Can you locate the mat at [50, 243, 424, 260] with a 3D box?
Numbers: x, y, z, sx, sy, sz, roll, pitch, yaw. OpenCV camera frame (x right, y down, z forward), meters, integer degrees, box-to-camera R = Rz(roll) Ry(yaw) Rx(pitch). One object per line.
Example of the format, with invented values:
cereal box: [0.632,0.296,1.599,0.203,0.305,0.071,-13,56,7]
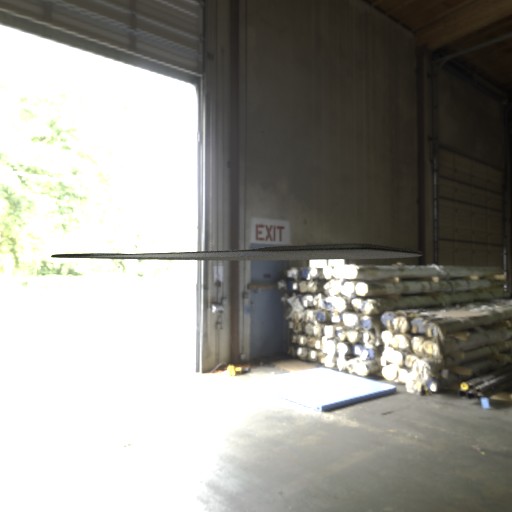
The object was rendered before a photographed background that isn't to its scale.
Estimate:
mat: [0.000,0.000,1.617,1.220,0.016,0.917,-1,-2,36]
